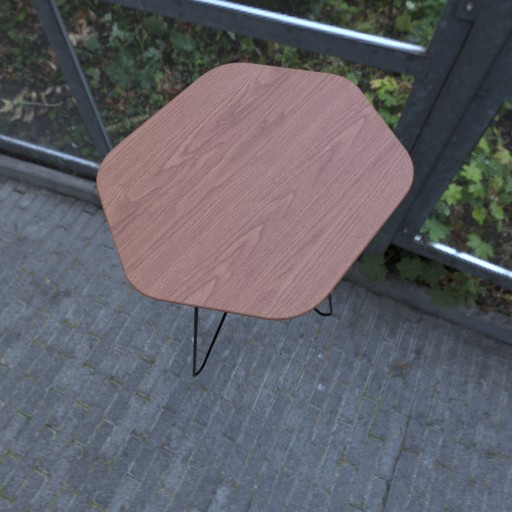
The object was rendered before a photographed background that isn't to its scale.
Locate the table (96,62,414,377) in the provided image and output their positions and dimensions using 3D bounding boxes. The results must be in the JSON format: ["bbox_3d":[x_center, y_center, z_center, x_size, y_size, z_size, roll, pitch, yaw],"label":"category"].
[{"bbox_3d":[0.000,0.000,0.915,0.400,0.562,0.500,35,68,17],"label":"table"}]
